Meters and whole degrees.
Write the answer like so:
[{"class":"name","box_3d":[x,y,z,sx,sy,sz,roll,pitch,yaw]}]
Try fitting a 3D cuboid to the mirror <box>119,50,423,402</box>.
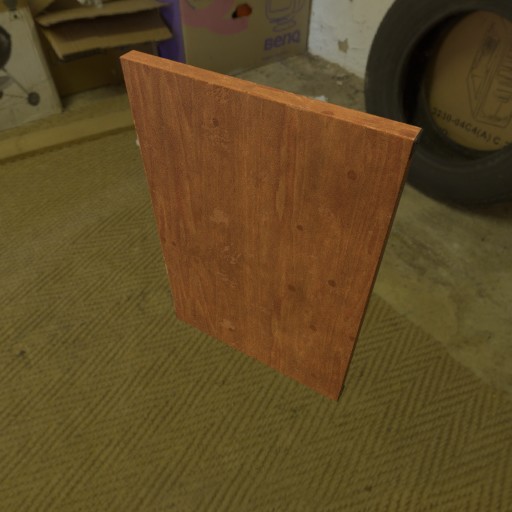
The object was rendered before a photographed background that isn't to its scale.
[{"class":"mirror","box_3d":[0.000,0.000,0.959,0.517,0.761,0.053,23,51,21]}]
